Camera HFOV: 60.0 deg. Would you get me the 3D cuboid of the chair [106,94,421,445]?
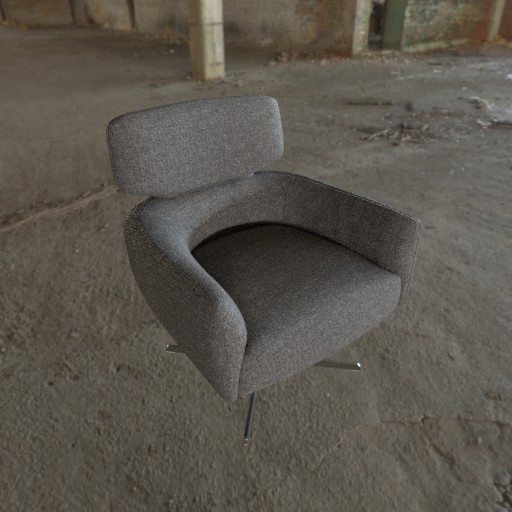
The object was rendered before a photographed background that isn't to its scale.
[{"bbox_3d":[0.000,0.000,1.342,0.706,0.812,0.715,-21,36,-31],"label":"chair"}]
